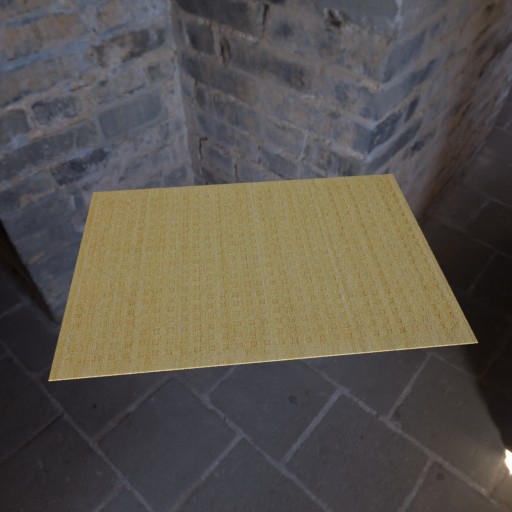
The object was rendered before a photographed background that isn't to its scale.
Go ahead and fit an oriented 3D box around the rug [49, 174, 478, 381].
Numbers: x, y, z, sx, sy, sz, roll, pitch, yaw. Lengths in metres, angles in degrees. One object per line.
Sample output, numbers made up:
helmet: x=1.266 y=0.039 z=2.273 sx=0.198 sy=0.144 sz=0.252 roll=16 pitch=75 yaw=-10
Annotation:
rug: x=0.000 y=0.000 z=2.863 sx=2.286 sy=0.006 sz=1.524 roll=-4 pitch=47 yaw=-4
